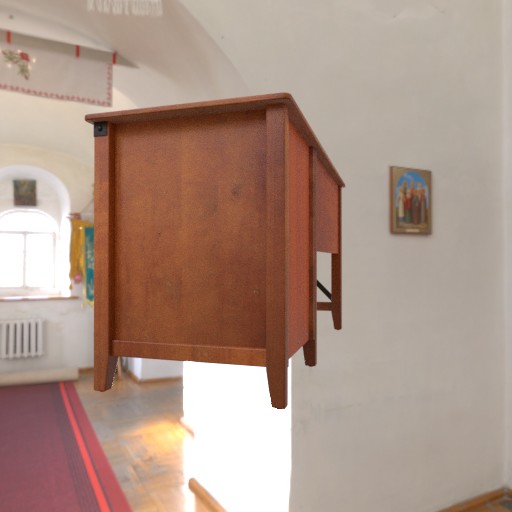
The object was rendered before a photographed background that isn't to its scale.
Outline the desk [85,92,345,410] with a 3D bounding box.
[{"bbox_3d":[0.000,0.000,1.759,0.574,0.756,1.353,0,0,17],"label":"desk"}]
